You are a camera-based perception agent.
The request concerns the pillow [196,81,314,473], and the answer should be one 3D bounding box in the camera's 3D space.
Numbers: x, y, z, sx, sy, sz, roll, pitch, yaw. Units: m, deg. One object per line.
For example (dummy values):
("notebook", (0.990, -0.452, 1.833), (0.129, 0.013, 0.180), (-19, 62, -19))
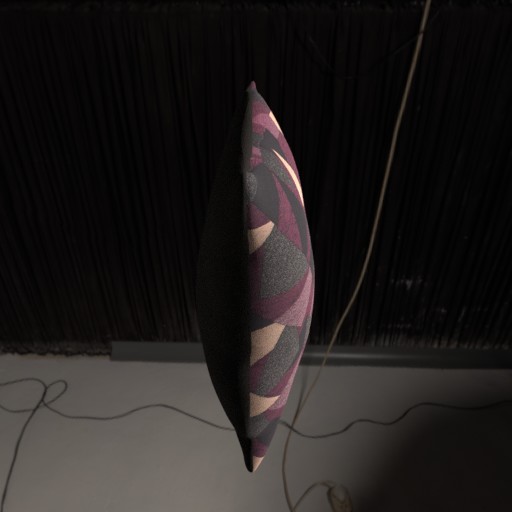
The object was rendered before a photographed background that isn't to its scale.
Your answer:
("pillow", (0.000, 0.000, 0.774), (0.208, 0.496, 0.503), (0, 33, 0))
